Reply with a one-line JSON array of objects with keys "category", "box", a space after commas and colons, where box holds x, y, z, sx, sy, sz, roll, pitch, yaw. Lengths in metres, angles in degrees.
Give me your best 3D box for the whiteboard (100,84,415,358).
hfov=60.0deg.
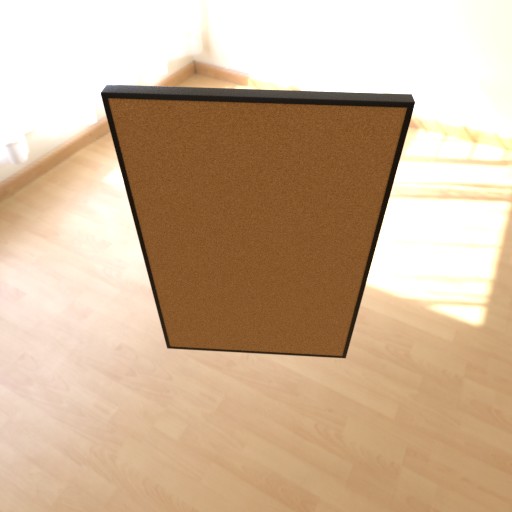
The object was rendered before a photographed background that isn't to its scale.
[{"category": "whiteboard", "box": [0.000, 0.000, 0.796, 0.406, 0.611, 0.026, 3, 46, 3]}]
